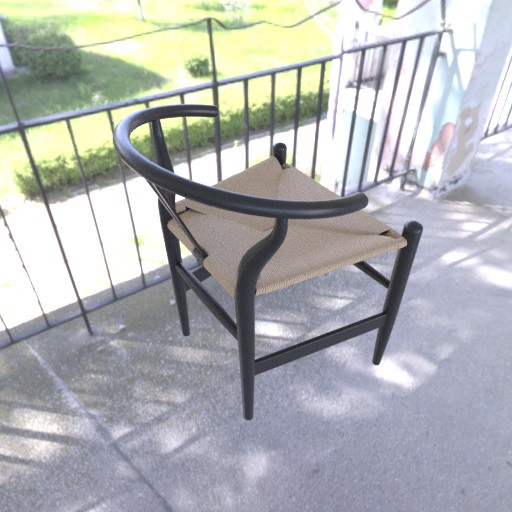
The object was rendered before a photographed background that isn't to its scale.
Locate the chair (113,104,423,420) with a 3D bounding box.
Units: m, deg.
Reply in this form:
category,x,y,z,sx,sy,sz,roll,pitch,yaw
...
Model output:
category,x,y,z,sx,sy,sz,roll,pitch,yaw
chair,0.000,0.000,1.137,0.570,0.739,0.570,-24,45,-26
